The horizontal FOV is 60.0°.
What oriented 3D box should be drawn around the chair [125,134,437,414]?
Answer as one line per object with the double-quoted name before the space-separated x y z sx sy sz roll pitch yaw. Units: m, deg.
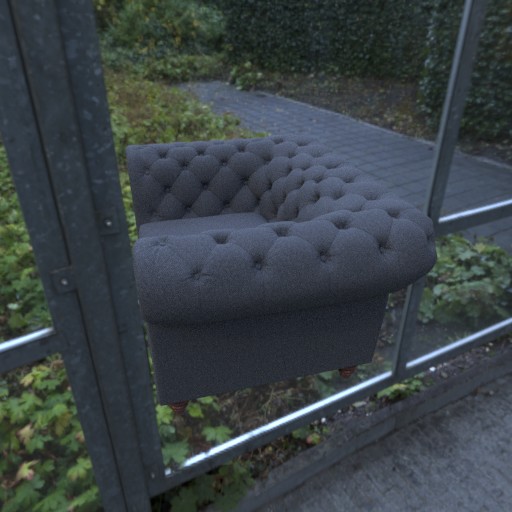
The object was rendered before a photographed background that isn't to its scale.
"chair" 0.000 0.000 1.915 0.976 0.770 1.270 -8 31 -13
